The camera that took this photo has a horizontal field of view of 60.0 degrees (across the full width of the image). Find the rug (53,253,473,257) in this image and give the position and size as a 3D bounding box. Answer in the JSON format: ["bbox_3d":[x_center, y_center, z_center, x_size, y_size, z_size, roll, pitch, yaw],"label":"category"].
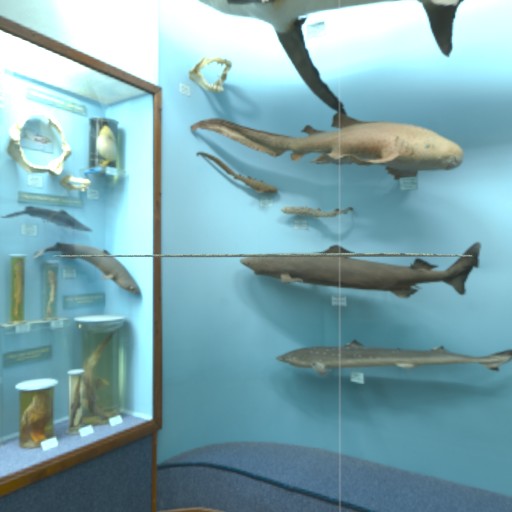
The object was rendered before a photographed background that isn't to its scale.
[{"bbox_3d":[0.000,0.000,2.046,1.652,0.006,1.035,0,0,36],"label":"rug"}]
